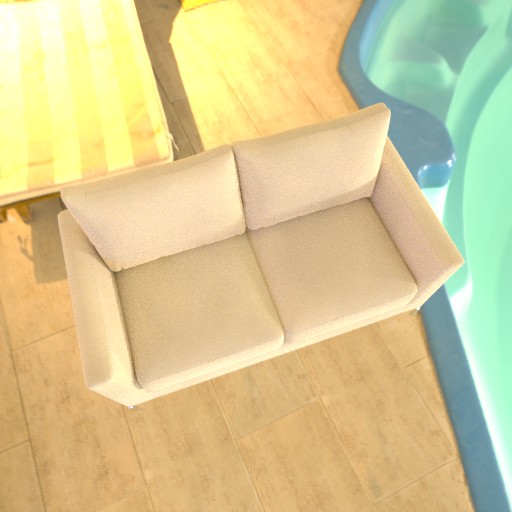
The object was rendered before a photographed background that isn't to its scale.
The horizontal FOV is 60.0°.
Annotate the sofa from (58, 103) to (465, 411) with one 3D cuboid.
[{"bbox_3d":[0.000,0.000,2.256,1.739,0.995,0.906,-17,64,-8],"label":"sofa"}]
